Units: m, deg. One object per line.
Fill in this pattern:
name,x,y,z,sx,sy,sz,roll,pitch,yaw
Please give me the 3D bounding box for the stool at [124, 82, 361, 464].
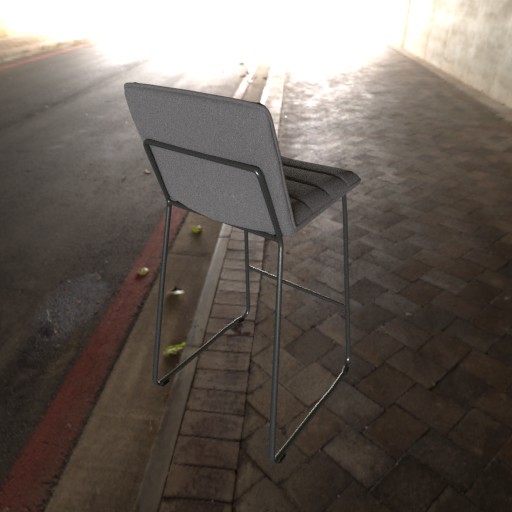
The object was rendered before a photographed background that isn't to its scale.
stool,0.000,0.000,1.253,0.490,0.960,0.490,21,37,31
